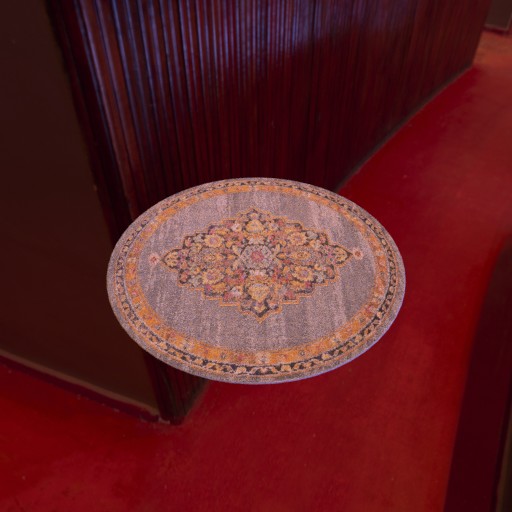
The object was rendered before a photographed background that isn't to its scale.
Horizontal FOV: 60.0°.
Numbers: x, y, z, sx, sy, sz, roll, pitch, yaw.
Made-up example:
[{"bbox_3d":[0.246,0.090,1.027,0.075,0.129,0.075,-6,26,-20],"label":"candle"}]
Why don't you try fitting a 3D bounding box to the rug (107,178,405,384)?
[{"bbox_3d":[0.000,0.000,3.642,2.382,0.014,2.382,0,42,0],"label":"rug"}]
